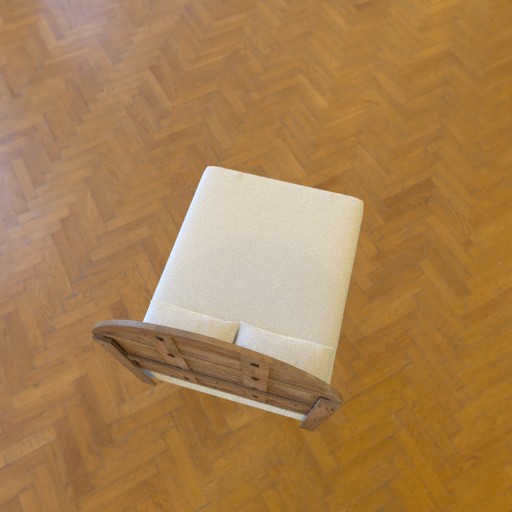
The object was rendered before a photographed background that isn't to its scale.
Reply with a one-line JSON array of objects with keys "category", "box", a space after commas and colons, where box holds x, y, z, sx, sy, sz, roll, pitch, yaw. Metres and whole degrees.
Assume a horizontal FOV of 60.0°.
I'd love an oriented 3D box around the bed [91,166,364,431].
[{"category": "bed", "box": [0.000, 0.000, 3.571, 1.713, 2.002, 2.112, 14, 64, 7]}]
